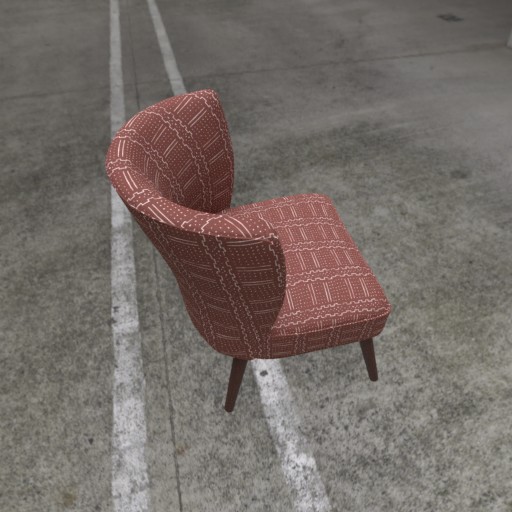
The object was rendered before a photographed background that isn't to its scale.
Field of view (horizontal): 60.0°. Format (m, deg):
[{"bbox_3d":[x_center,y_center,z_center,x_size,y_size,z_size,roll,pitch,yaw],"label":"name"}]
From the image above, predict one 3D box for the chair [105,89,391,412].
[{"bbox_3d":[0.000,0.000,1.439,0.758,0.866,0.706,-10,46,-10],"label":"chair"}]
